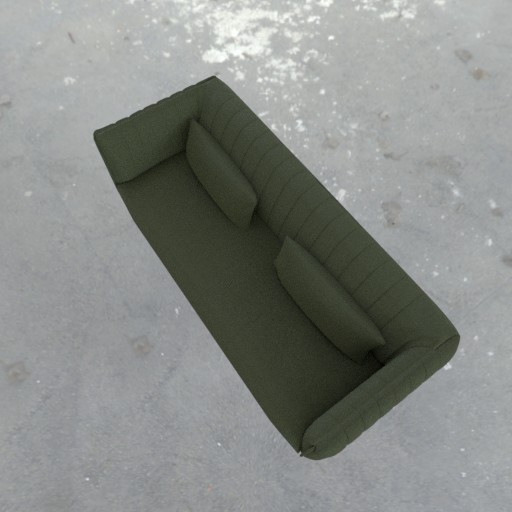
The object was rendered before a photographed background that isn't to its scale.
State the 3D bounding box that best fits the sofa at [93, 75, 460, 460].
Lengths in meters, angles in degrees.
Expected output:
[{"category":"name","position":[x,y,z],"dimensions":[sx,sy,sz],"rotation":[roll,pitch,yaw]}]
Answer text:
[{"category":"sofa","position":[0.000,0.000,2.569],"dimensions":[0.896,0.793,2.137],"rotation":[-32,67,-15]}]
